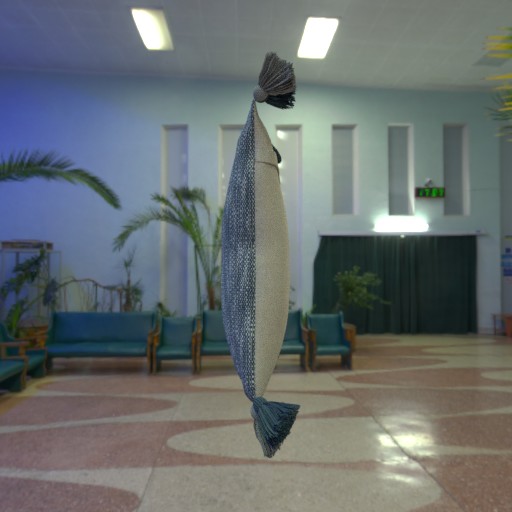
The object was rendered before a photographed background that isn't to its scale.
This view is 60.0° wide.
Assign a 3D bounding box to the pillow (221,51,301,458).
[{"bbox_3d":[0.000,0.000,0.935,0.138,0.634,0.614,0,-2,0],"label":"pillow"}]
